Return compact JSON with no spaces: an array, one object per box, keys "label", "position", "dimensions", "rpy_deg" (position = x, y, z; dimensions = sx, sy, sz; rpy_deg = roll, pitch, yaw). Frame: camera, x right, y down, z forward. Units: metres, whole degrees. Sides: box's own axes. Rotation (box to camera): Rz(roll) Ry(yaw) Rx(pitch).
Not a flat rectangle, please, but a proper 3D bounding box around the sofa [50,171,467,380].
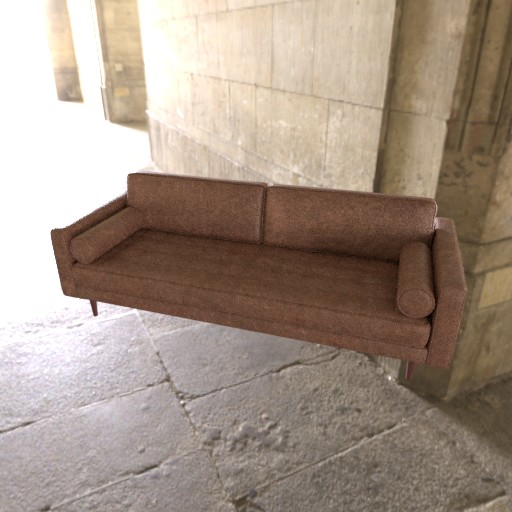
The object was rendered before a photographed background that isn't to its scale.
[{"label":"sofa","position":[0.000,0.000,2.651],"dimensions":[2.210,0.762,0.914],"rpy_deg":[8,27,16]}]
